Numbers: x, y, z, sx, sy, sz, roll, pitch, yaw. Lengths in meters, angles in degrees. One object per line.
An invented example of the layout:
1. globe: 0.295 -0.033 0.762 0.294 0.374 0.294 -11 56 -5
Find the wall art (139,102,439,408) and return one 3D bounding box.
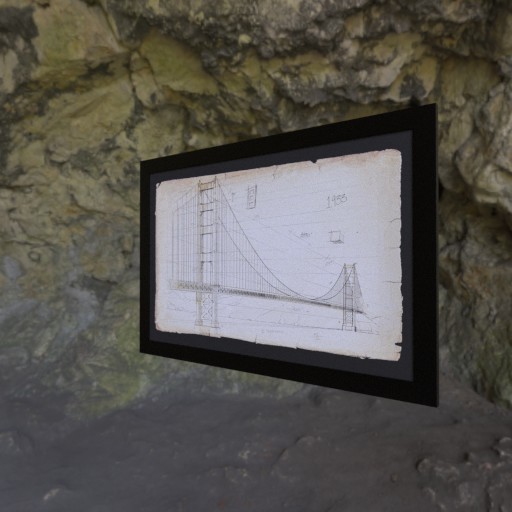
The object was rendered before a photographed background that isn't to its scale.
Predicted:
1. wall art: 0.000 0.000 0.847 0.660 0.447 0.013 0 -1 36
